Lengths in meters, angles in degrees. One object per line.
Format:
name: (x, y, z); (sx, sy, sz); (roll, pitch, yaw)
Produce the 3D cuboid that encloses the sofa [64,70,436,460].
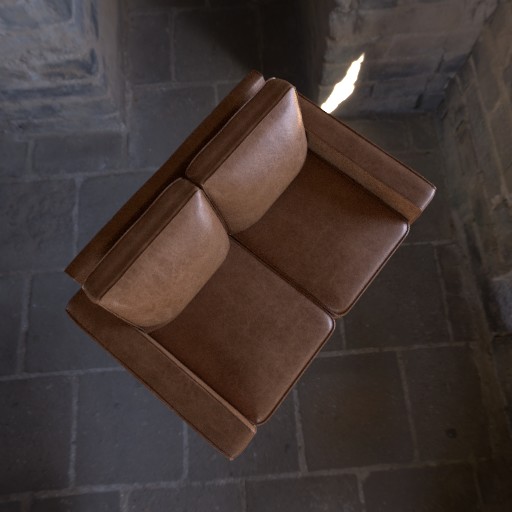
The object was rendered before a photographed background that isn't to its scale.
sofa: (0.000, 0.000, 2.135); (1.020, 0.896, 1.532); (38, 78, 9)
